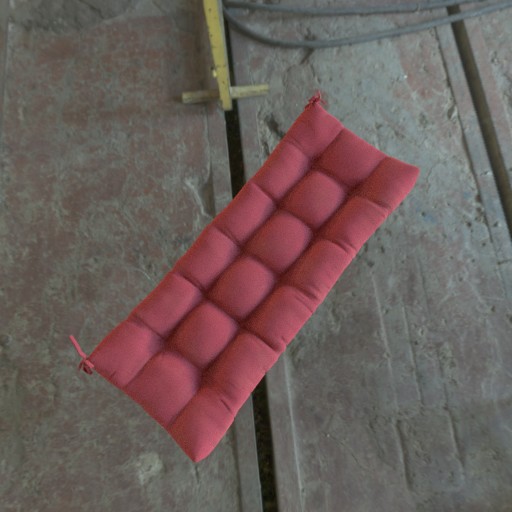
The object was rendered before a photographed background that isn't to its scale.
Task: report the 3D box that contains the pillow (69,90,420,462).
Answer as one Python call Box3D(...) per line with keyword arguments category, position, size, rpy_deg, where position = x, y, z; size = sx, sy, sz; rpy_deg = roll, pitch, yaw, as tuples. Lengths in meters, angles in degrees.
Box3D(category="pillow", position=(0.000, 0.000, 1.385), size=(0.511, 0.174, 1.194), rpy_deg=(38, 78, 10))
